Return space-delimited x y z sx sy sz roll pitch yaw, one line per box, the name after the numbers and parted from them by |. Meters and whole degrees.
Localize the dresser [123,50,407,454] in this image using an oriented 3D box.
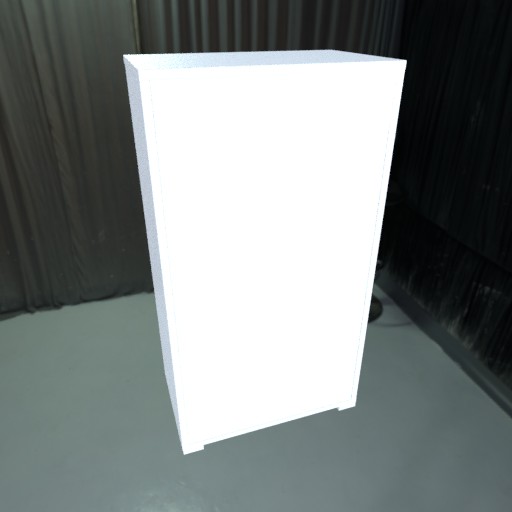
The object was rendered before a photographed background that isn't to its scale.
0.000 0.000 1.452 0.650 1.190 0.400 -9 30 -17 | dresser
